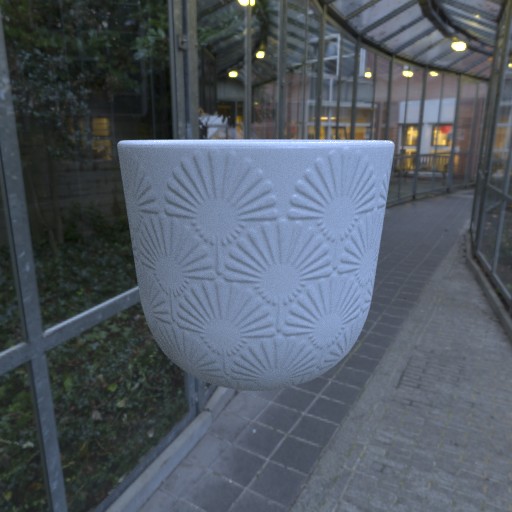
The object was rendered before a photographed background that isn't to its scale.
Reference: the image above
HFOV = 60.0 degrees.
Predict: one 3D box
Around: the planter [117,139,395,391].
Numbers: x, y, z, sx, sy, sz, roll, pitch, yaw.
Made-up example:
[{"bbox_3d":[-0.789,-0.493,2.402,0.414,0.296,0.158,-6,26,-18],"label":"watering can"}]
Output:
[{"bbox_3d":[0.000,0.000,0.302,0.170,0.152,0.170,0,15,0],"label":"planter"}]
